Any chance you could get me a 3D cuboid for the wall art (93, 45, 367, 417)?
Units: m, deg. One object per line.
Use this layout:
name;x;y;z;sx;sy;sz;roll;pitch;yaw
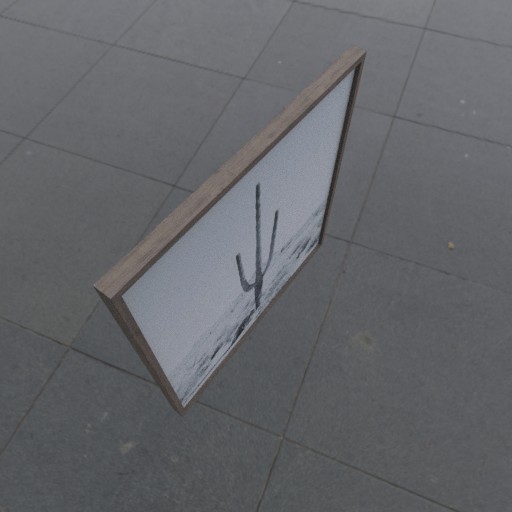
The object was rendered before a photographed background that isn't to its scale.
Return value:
wall art;0.000;0.000;1.141;0.038;0.762;0.762;32;63;19
